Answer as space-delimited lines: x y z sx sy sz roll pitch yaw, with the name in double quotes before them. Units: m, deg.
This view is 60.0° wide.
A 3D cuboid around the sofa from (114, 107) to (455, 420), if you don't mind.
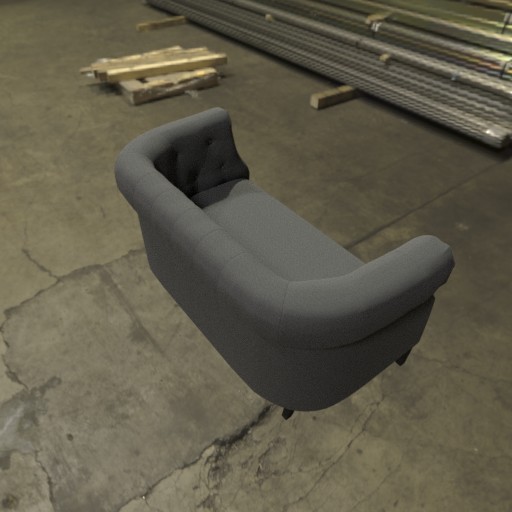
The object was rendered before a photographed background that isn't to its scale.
"sofa" 0.000 0.000 2.099 0.835 0.827 1.558 -27 49 -27
